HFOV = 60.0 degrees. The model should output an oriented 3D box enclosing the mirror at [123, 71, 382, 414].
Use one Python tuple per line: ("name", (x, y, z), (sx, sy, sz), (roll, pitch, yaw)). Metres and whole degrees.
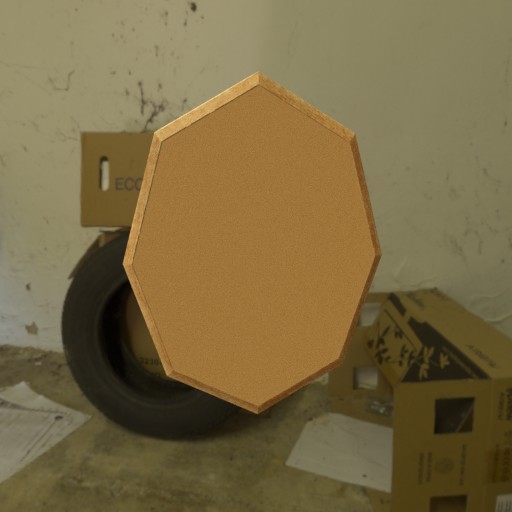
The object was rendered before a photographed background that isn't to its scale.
("mirror", (0.000, 0.000, 1.007), (0.577, 0.774, 0.070), (-2, 14, -8))
